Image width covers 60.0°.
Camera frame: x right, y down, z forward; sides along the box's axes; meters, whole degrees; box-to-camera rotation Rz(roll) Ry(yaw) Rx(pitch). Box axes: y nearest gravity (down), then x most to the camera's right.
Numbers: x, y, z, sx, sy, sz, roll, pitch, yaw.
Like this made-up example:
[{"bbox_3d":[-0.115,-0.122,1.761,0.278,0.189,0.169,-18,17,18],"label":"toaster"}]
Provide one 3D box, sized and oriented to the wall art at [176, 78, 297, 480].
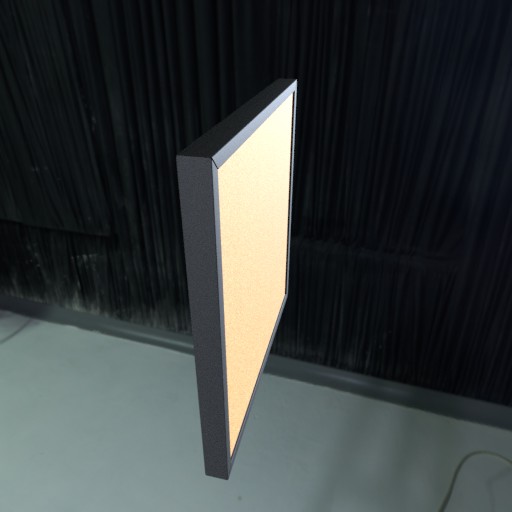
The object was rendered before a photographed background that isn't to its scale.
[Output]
[{"bbox_3d":[0.000,0.000,0.771,0.037,0.508,0.508,7,31,12],"label":"wall art"}]
